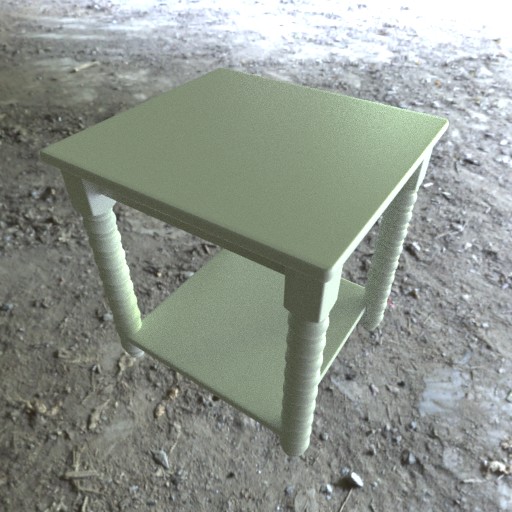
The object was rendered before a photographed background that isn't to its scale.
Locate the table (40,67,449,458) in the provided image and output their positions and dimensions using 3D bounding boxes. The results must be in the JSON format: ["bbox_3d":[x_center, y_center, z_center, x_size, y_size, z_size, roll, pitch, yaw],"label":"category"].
[{"bbox_3d":[0.000,0.000,0.956,0.533,0.563,0.500,23,46,25],"label":"table"}]
